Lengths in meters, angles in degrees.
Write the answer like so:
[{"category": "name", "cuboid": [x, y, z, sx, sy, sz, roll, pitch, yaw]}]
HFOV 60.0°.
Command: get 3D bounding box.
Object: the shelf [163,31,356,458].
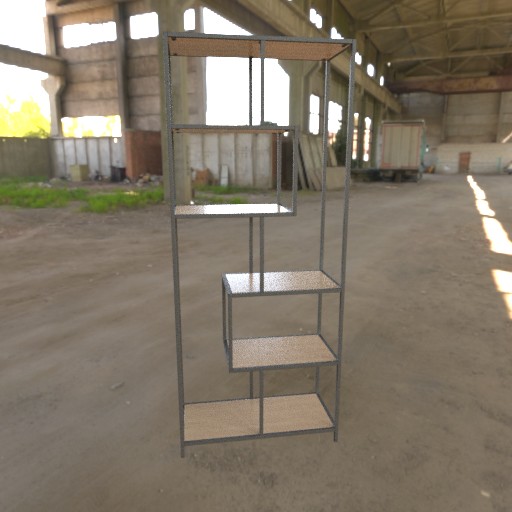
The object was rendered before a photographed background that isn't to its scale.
[{"category": "shelf", "cuboid": [0.000, 0.000, 2.110, 0.770, 1.850, 0.350, -2, 13, -9]}]
